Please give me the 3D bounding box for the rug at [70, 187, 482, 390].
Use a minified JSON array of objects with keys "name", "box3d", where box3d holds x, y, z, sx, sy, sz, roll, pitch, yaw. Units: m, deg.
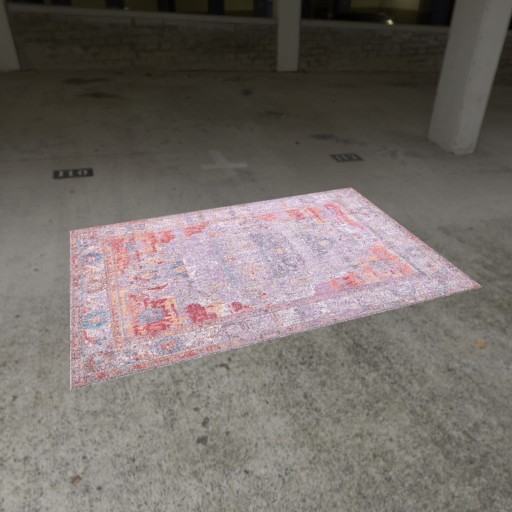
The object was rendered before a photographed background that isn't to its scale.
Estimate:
[{"name":"rug","box3d":[0.000,0.000,2.313,1.829,0.005,1.219,-11,34,-16]}]
